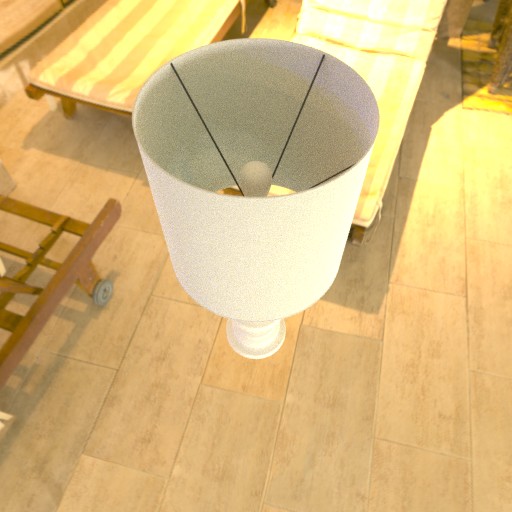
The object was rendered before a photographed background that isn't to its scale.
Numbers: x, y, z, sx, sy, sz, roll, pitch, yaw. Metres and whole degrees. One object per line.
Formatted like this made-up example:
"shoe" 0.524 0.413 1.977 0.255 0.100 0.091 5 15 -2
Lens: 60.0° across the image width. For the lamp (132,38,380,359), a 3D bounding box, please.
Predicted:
"lamp" 0.000 0.000 0.565 0.208 0.455 0.208 17 58 11
